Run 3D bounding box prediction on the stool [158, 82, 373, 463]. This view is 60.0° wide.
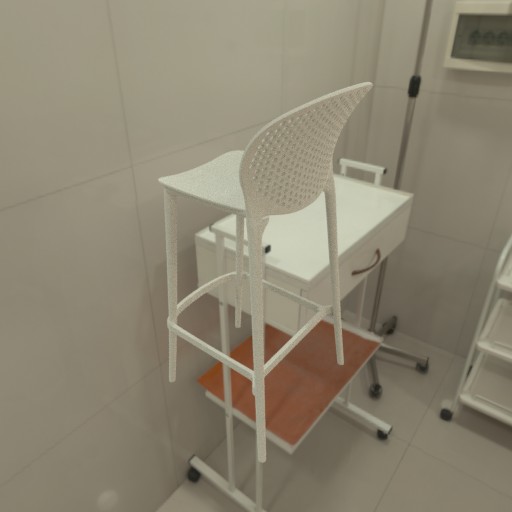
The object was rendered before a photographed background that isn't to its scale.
[{"bbox_3d":[0.000,0.000,1.372,0.535,1.045,0.536,21,36,31],"label":"stool"}]
